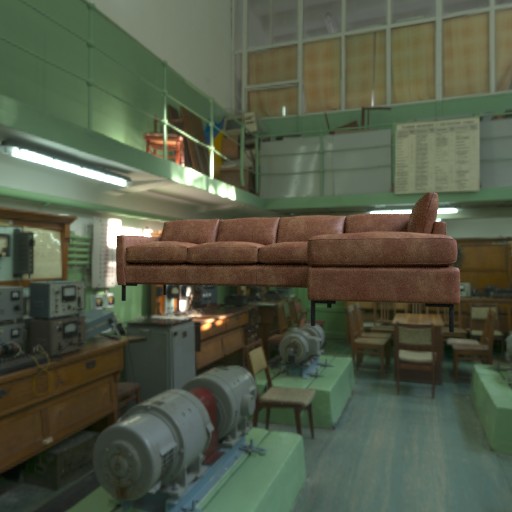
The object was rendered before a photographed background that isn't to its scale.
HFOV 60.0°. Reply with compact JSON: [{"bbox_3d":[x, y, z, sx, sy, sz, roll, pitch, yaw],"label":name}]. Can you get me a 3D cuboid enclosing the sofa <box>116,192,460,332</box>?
[{"bbox_3d":[0.000,0.000,3.806,2.984,0.877,1.938,0,-1,18],"label":"sofa"}]
